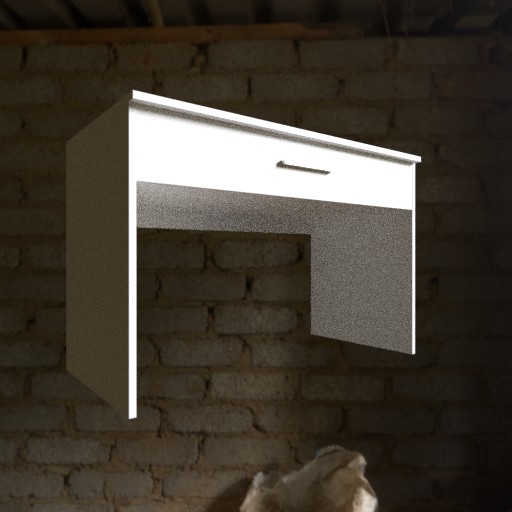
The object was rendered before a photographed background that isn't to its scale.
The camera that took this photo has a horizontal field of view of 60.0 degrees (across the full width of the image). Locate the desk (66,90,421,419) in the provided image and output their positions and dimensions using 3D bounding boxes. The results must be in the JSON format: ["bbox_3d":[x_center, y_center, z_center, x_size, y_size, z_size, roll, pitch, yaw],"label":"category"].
[{"bbox_3d":[0.000,0.000,1.527,1.100,0.730,0.560,0,0,-37],"label":"desk"}]
